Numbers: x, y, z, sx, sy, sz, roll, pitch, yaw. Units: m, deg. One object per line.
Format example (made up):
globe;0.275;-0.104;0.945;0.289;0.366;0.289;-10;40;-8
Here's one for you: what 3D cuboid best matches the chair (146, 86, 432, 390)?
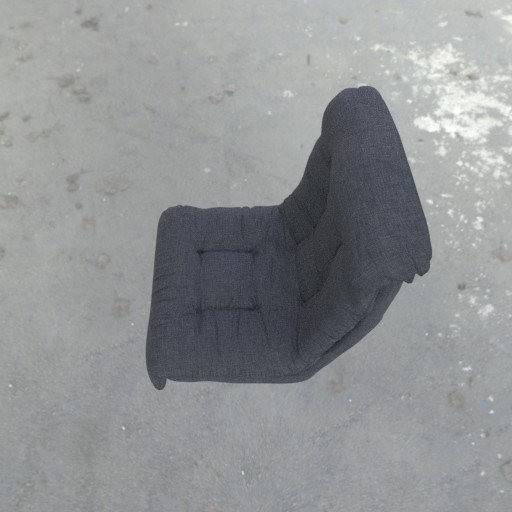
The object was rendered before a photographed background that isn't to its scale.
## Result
chair;0.000;0.000;1.251;0.668;0.749;0.597;-2;58;-2
